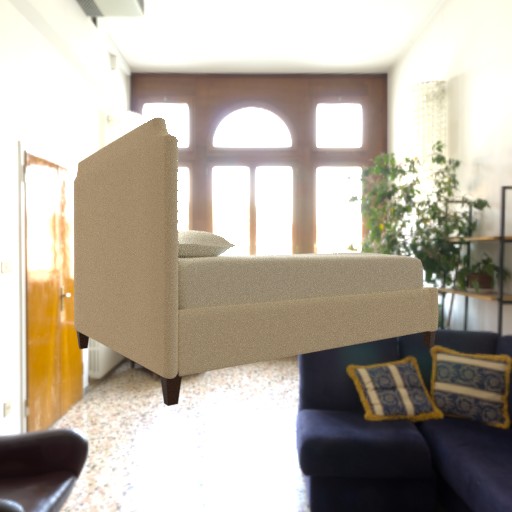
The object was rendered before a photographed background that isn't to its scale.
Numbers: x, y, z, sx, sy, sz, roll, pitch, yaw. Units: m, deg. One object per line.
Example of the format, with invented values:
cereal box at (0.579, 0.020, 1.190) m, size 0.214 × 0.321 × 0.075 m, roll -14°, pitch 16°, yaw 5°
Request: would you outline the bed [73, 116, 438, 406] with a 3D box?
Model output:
bed at (0.000, 0.000, 3.477) m, size 2.365 × 1.443 × 1.712 m, roll 0°, pitch 1°, yaw -36°
